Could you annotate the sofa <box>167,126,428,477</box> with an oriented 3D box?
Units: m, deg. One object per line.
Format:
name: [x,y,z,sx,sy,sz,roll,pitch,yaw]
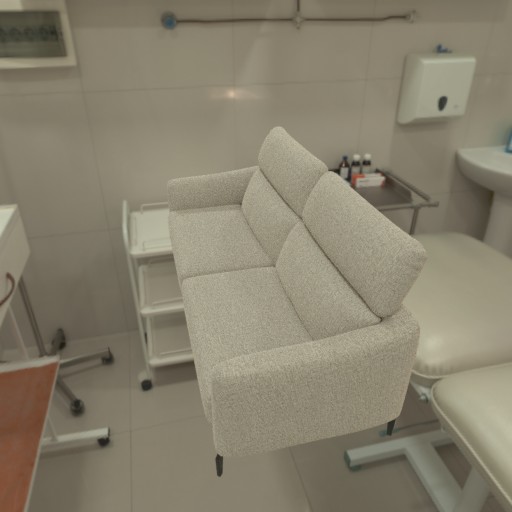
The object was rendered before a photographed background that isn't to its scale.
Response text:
sofa: [0.000,0.000,2.457,0.856,0.956,2.015,-8,31,-12]
